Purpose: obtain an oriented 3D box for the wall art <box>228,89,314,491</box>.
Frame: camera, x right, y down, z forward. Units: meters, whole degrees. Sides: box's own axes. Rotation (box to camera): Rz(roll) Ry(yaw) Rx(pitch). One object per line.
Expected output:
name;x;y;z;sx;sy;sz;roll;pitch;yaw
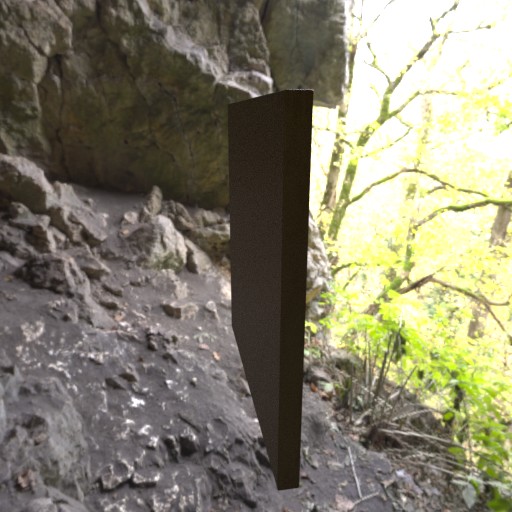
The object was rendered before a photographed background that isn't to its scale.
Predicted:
wall art;0.000;0.000;0.759;0.030;0.506;0.503;-3;18;-10
